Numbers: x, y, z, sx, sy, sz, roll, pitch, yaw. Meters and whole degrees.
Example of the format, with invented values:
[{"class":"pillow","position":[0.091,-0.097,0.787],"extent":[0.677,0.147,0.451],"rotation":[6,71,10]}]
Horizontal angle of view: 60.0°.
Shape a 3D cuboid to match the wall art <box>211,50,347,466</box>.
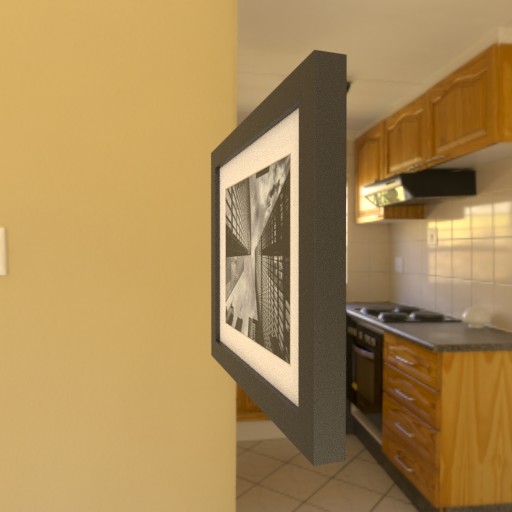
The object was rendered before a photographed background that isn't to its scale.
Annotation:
[{"class":"wall art","position":[0.000,0.000,0.527],"extent":[0.028,0.321,0.381],"rotation":[0,1,-18]}]
